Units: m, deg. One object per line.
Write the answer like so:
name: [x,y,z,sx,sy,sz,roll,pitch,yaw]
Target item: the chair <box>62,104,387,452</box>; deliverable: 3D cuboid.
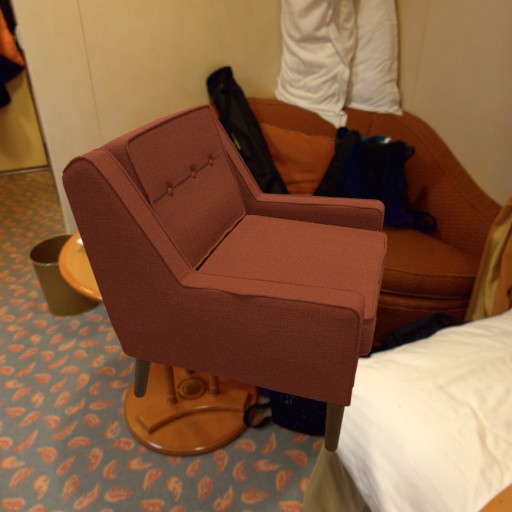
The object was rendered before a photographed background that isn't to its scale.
chair: [0.000,0.000,1.379,0.770,0.812,0.680,9,30,16]
